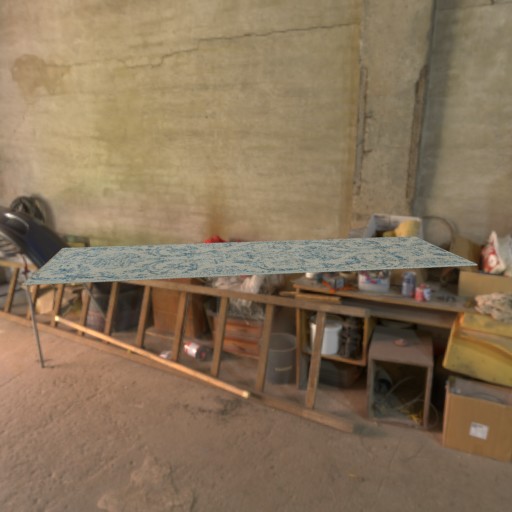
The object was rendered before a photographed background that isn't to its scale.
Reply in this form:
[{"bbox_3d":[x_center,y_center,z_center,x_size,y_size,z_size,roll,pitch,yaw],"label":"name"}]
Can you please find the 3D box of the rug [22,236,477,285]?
[{"bbox_3d":[0.000,0.000,2.431,2.196,0.011,0.662,-2,15,-8],"label":"rug"}]
